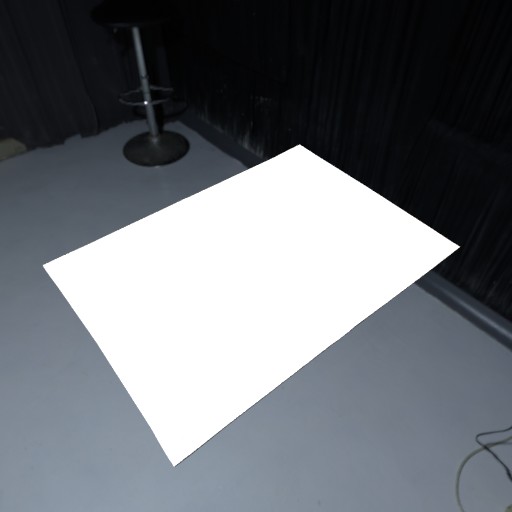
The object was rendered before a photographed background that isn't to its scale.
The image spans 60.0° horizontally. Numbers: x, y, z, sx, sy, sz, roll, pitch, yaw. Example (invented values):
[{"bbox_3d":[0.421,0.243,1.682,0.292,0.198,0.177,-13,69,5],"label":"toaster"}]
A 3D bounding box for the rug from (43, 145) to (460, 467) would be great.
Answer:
[{"bbox_3d":[0.000,0.000,3.717,2.869,0.038,2.032,-30,53,-25],"label":"rug"}]
